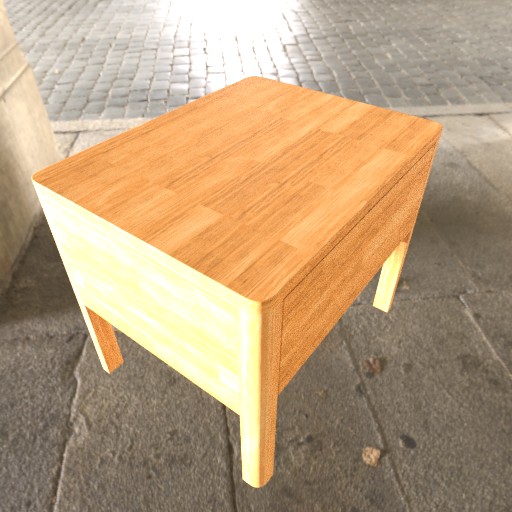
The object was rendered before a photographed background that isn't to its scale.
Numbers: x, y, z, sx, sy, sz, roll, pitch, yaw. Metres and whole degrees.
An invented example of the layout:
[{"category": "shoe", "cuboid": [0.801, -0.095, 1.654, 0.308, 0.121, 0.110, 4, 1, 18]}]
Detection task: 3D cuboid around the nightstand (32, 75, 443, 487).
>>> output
[{"category": "nightstand", "cuboid": [0.000, 0.000, 0.884, 0.440, 0.470, 0.560, 26, 47, 27]}]
